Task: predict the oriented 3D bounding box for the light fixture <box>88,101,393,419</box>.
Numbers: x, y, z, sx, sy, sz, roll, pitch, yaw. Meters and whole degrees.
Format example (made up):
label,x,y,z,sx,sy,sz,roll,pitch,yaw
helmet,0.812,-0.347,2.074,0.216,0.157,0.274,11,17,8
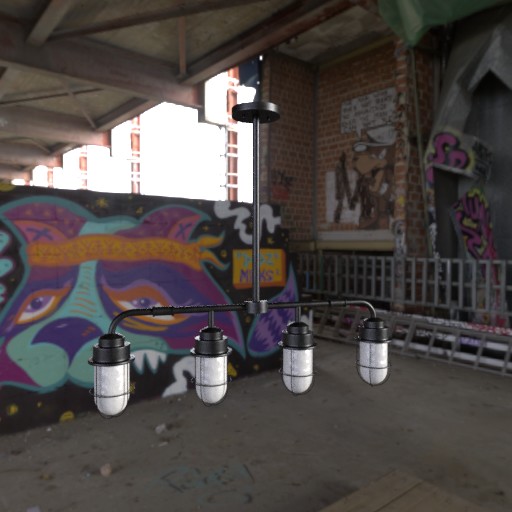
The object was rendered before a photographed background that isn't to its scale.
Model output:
label,x,y,z,sx,sy,sz,roll,pitch,yaw
light fixture,0.000,0.000,1.196,0.852,0.785,0.131,0,1,-19
